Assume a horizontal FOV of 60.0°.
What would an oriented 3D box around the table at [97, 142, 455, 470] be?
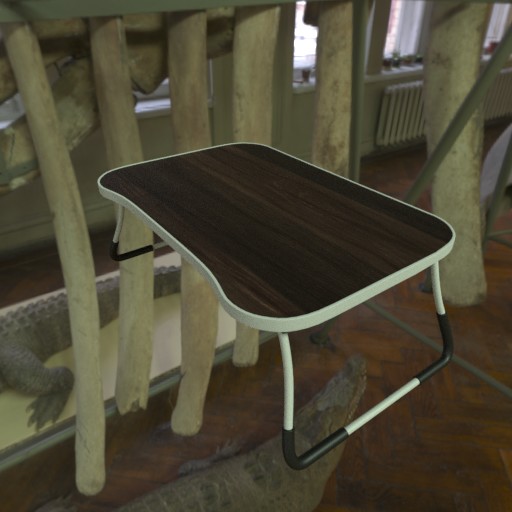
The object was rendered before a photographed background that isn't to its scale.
[{"bbox_3d":[0.000,0.000,0.836,0.400,0.232,0.660,-21,37,-30],"label":"table"}]
